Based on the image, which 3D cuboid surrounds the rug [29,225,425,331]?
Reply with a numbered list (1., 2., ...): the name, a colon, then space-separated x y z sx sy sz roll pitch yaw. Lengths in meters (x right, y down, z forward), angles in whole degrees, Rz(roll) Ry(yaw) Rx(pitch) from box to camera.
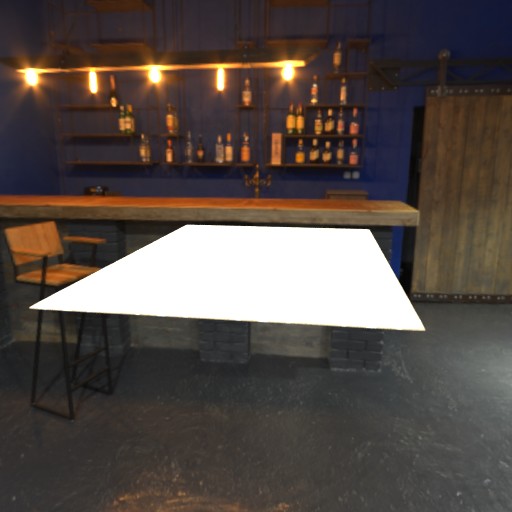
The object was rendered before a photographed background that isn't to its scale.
1. rug: 0.000 0.000 4.270 2.438 0.010 3.353 2 13 8
